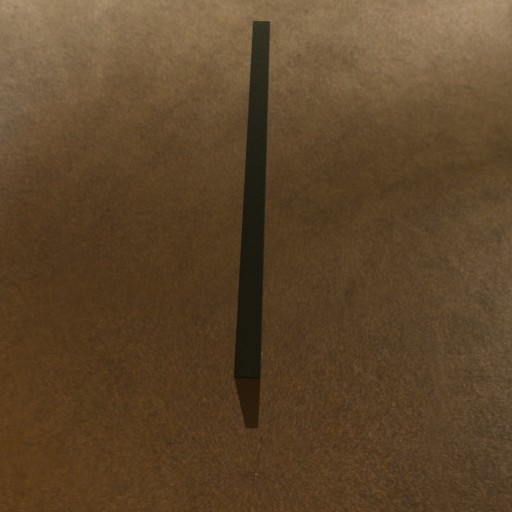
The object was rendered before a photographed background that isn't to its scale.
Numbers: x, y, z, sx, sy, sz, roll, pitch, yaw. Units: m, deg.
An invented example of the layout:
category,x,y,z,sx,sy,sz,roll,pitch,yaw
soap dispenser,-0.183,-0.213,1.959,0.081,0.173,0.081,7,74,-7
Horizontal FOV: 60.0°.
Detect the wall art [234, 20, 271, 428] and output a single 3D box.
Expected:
category,x,y,z,sx,sy,sz,roll,pitch,yaw
wall art,0.000,0.000,1.128,0.038,0.761,0.755,2,64,1
